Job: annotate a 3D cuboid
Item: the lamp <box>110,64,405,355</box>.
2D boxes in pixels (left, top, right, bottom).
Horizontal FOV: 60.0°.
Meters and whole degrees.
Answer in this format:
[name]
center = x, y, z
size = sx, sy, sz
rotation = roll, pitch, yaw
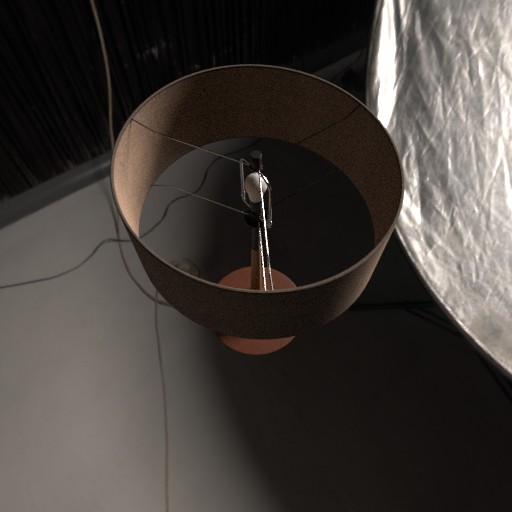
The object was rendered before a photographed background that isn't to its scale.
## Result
[lamp]
center = 0.000, 0.000, 0.843
size = 0.396, 0.551, 0.417
rotation = -33, 65, -18
